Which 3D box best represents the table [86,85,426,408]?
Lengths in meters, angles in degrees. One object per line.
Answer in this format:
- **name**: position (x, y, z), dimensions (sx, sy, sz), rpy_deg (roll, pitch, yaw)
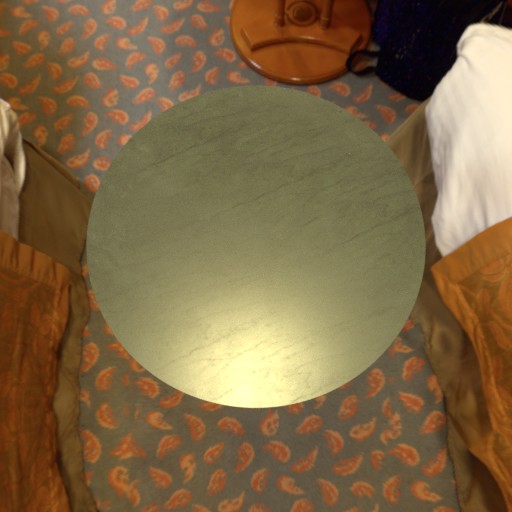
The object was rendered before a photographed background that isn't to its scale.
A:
- **table**: position (0.000, 0.000, 1.267), dimensions (0.800, 0.450, 0.800), rpy_deg (0, 74, 0)
